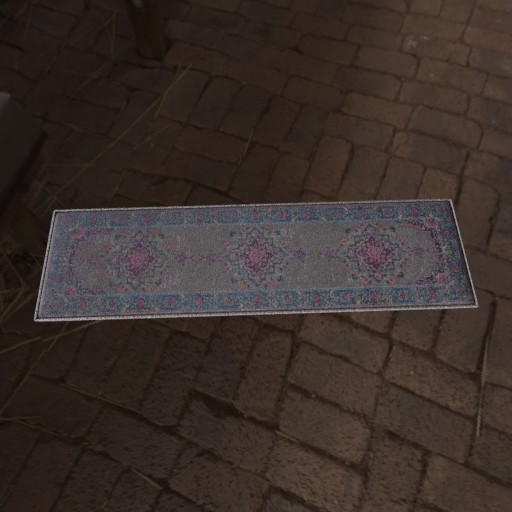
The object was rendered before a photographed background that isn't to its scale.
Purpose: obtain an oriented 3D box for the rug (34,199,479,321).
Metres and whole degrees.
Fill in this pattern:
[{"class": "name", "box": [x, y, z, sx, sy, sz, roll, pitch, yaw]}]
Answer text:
[{"class": "rug", "box": [0.000, 0.000, 2.418, 2.297, 0.019, 0.659, -2, 65, -1]}]
